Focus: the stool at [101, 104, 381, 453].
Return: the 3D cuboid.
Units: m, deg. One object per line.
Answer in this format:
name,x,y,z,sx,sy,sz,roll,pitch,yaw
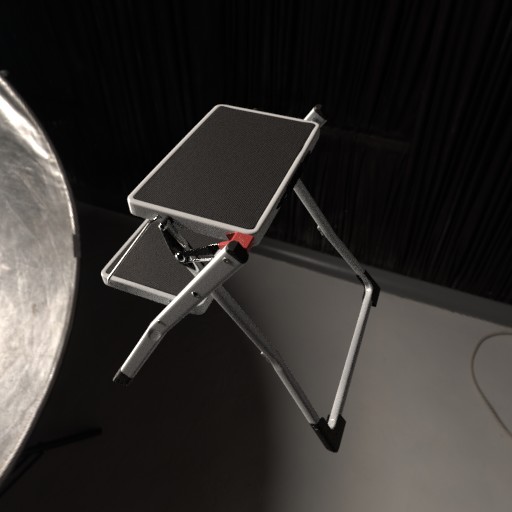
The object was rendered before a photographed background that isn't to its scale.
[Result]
stool,0.000,0.000,0.852,0.490,0.445,0.485,16,48,15
